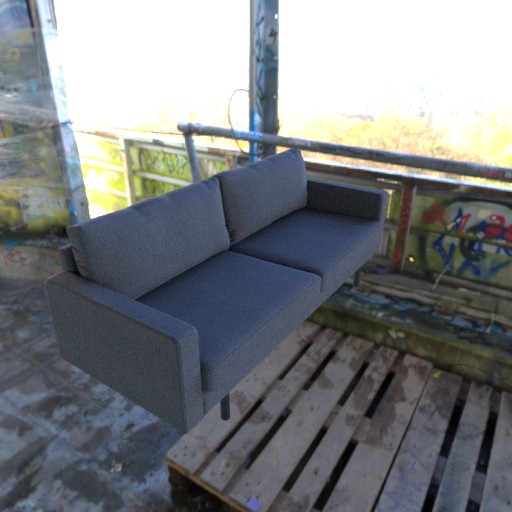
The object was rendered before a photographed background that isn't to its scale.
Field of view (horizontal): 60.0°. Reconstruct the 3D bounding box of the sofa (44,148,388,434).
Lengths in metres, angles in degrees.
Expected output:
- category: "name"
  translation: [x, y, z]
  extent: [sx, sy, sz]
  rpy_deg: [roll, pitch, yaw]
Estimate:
- category: "sofa"
  translation: [0.000, 0.000, 2.602]
  extent: [0.880, 0.880, 2.100]
  rpy_deg: [17, 31, 31]
